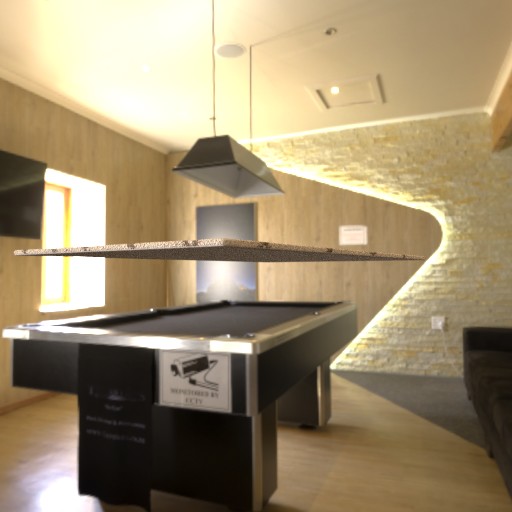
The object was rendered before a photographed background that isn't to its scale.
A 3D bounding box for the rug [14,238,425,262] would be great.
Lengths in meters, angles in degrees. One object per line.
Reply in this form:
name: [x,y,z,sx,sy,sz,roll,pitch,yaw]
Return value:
rug: [0.000,0.000,2.961,1.524,0.030,2.438,-1,-2,36]
